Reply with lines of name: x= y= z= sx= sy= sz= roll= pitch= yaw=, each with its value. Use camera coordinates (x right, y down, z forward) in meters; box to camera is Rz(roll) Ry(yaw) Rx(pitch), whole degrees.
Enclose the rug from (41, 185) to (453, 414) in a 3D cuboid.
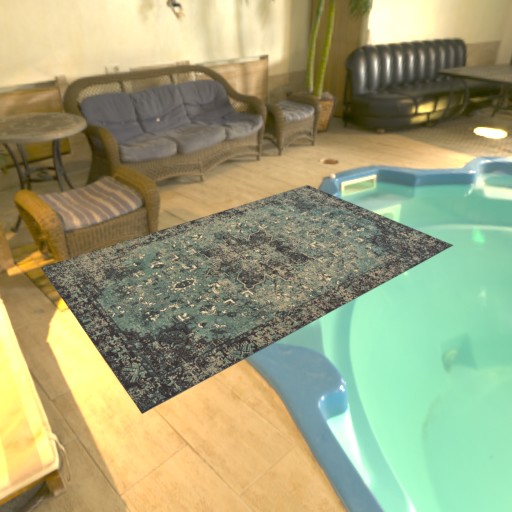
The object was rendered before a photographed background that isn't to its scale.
rug: x=0.000 y=0.000 z=3.074 sx=2.440 sy=0.007 sz=1.525 roll=-22 pitch=36 yaw=-32
